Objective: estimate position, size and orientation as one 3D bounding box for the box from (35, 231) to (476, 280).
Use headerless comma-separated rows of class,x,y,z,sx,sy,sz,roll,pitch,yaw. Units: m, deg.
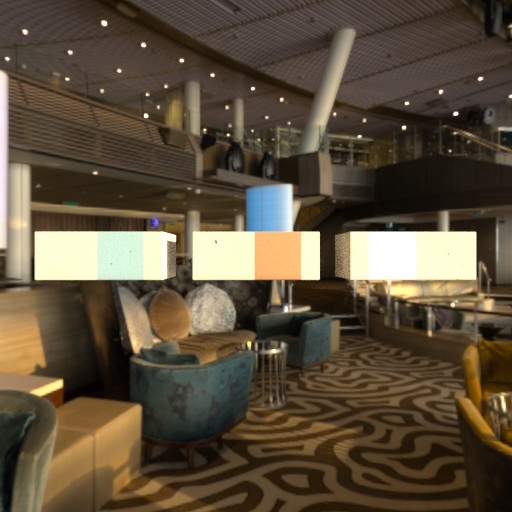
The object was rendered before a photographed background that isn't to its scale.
box,0.000,0.000,0.503,0.461,0.051,0.082,0,0,-1
